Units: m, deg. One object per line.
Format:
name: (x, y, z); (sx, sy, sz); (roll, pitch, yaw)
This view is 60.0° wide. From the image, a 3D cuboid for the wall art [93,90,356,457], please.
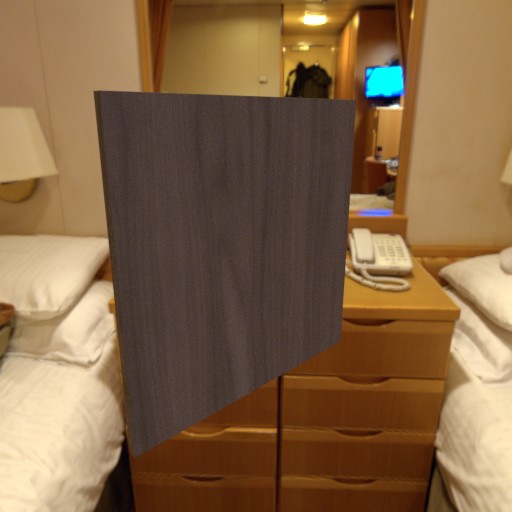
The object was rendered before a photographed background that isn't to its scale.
wall art: (0.000, 0.000, 0.748); (0.508, 0.507, 0.016); (-16, 24, -41)
